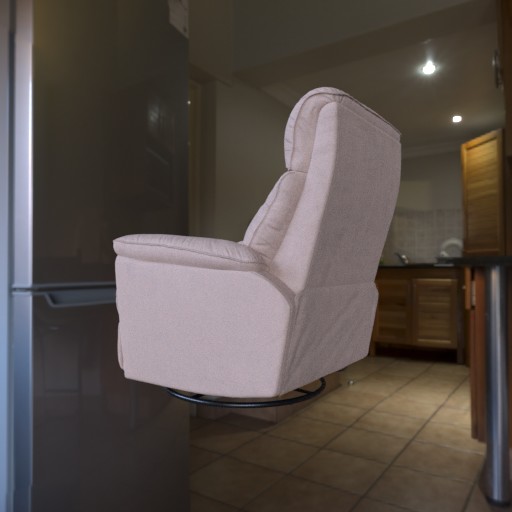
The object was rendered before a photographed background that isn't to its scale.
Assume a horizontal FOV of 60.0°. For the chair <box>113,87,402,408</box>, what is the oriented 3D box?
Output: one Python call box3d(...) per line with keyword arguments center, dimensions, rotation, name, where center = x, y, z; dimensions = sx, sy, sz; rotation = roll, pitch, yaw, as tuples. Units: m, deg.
box3d(center=(0.000, 0.000, 1.780), dimensions=(1.004, 1.037, 0.820), rotation=(-1, -1, 36), name="chair")
